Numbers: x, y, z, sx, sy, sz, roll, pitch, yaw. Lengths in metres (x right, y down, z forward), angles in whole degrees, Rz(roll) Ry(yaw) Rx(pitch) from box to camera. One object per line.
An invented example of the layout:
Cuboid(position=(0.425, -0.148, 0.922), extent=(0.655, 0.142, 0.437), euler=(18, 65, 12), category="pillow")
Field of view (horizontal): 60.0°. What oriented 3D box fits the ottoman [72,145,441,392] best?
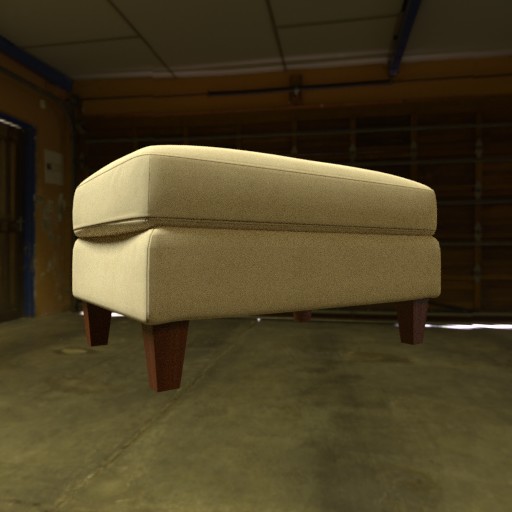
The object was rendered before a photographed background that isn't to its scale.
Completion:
Cuboid(position=(0.000, 0.000, 1.217), extent=(0.864, 0.483, 0.584), euler=(0, 0, -34), category="ottoman")
